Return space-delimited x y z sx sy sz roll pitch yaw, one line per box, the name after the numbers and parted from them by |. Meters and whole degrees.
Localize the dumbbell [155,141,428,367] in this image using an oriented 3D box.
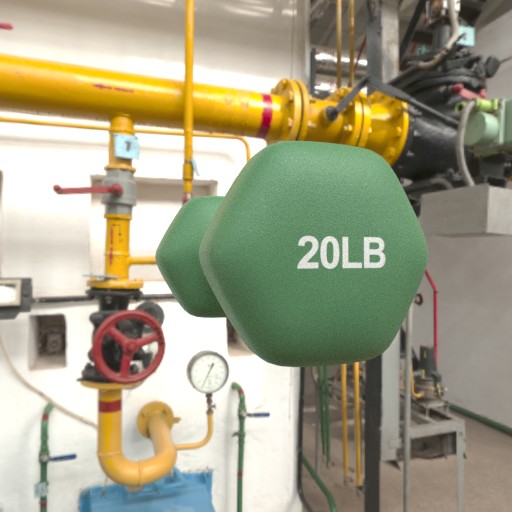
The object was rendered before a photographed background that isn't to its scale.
0.000 0.000 0.329 0.126 0.114 0.257 0 -1 -18 | dumbbell
